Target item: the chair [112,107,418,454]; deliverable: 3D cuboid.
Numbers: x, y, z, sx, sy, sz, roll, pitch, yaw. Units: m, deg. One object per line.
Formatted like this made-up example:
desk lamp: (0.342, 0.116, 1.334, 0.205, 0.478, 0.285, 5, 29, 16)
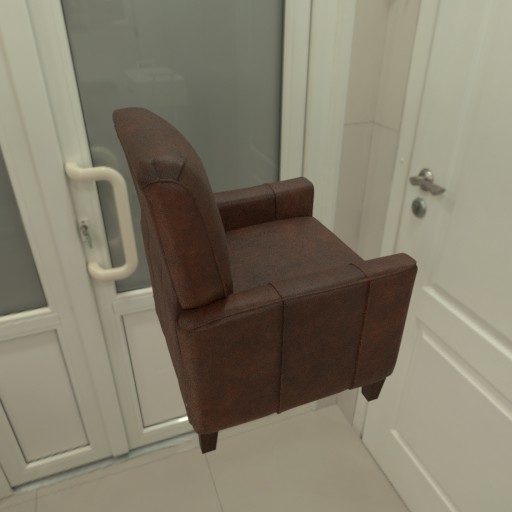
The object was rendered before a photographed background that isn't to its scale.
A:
chair: (0.000, 0.000, 1.656, 0.836, 1.043, 0.843, -11, 32, -18)
